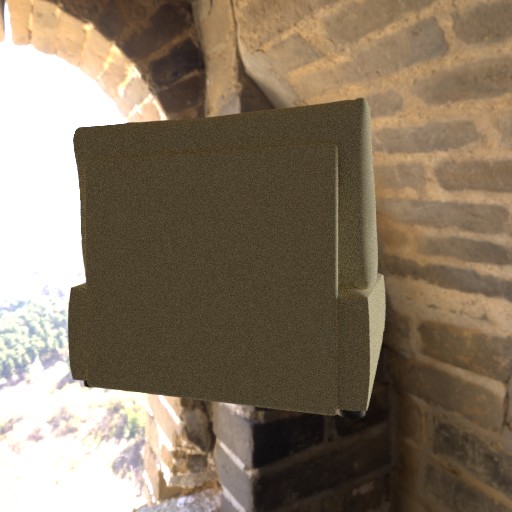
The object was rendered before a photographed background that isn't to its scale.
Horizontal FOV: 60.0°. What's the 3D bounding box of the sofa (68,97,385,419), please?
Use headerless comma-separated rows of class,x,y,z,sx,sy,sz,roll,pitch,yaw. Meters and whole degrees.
sofa,0.000,0.000,1.692,0.930,0.820,1.000,0,1,18
